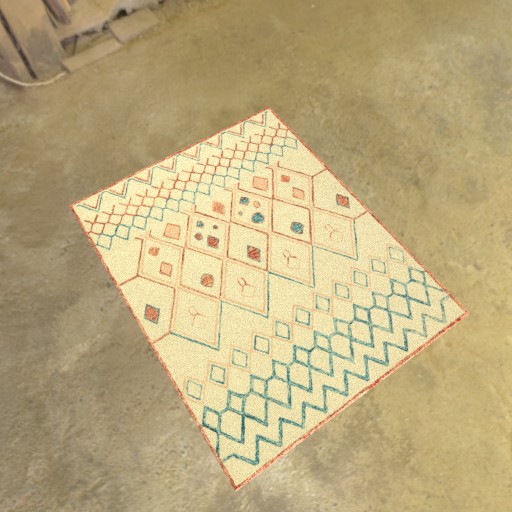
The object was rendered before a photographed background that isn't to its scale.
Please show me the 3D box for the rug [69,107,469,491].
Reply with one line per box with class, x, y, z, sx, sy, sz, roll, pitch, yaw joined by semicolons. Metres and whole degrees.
rug;0.000;0.000;4.148;2.441;0.016;3.050;-31;66;-16
